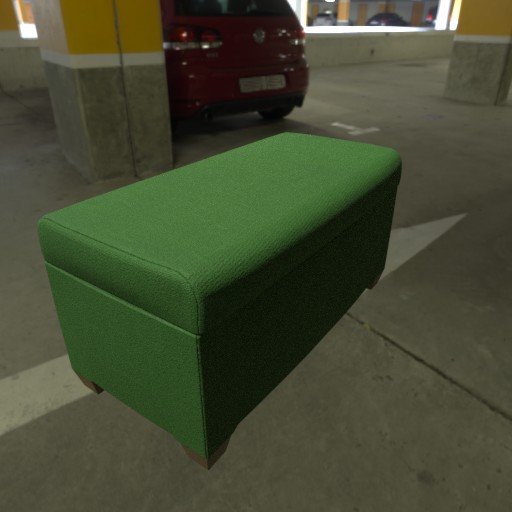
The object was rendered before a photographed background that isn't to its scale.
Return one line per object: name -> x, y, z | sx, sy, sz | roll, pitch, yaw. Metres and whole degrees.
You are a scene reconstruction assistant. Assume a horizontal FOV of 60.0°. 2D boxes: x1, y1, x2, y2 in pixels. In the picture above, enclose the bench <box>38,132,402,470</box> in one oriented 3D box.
bench -> 0.000, 0.000, 1.264 | 0.505, 0.501, 0.989 | 19, 33, 31
